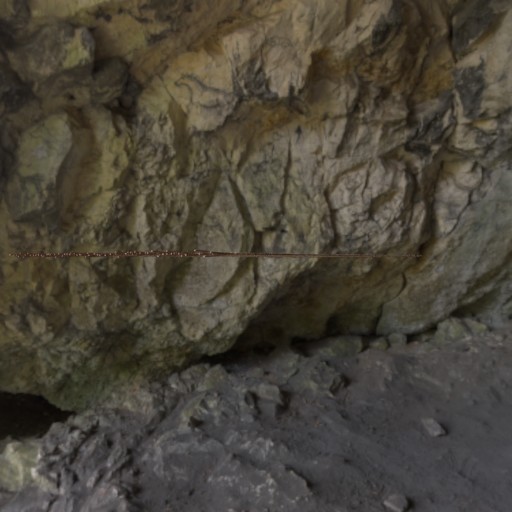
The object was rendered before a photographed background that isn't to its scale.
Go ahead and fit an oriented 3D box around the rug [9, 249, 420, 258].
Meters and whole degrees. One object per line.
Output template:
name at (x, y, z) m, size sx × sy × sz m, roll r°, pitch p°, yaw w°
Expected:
rug at (0.000, 0.000, 2.448) m, size 1.224 × 0.027 × 2.085 m, roll 0°, pitch 0°, yaw 36°
